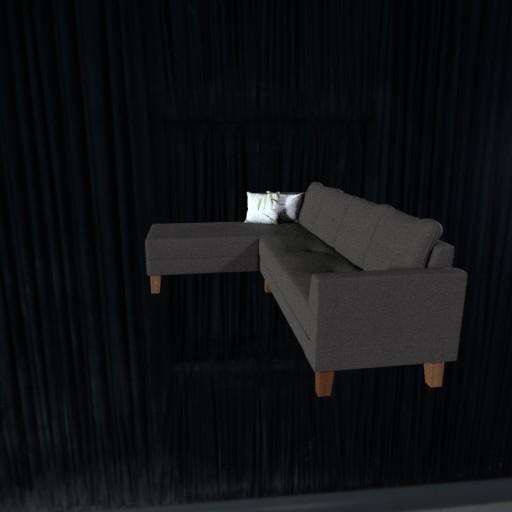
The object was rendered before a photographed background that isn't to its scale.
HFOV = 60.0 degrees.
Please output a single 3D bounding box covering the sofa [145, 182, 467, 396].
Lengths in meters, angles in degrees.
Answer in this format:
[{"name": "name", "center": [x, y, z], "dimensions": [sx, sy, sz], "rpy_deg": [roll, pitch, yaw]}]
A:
[{"name": "sofa", "center": [0.000, 0.000, 3.492], "dimensions": [1.829, 0.932, 2.679], "rpy_deg": [-2, 15, -8]}]
